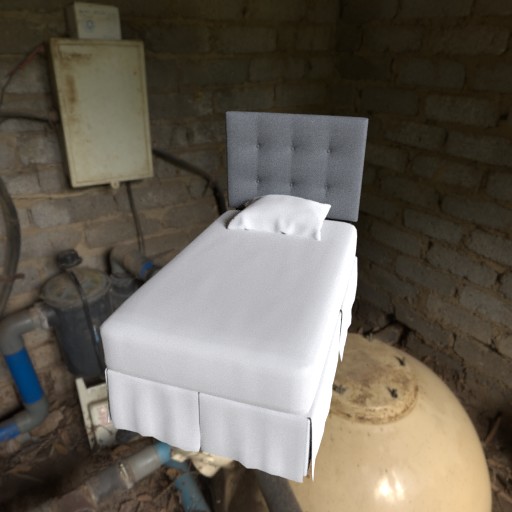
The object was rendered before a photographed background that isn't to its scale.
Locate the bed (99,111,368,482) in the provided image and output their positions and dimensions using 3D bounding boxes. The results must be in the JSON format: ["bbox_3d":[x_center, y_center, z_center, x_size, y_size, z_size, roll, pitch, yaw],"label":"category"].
[{"bbox_3d":[0.000,0.000,2.975,1.261,1.571,1.997,8,27,16],"label":"bed"}]
